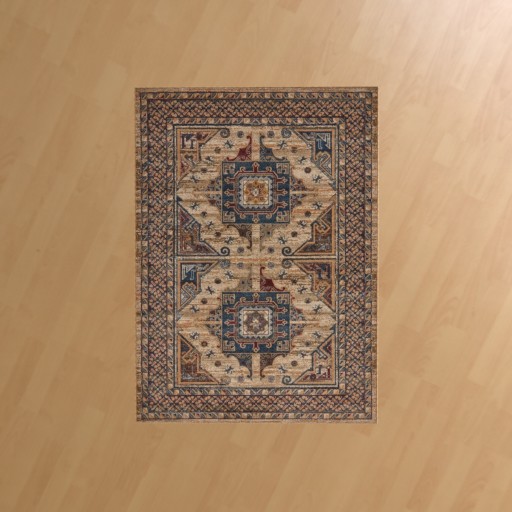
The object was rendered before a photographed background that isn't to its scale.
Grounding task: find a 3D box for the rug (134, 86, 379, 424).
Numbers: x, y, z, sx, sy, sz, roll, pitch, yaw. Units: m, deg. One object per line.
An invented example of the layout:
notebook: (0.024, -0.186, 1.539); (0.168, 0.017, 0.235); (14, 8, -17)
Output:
rug: (0.000, 0.000, 2.932); (1.611, 0.008, 2.227); (0, 91, 1)
